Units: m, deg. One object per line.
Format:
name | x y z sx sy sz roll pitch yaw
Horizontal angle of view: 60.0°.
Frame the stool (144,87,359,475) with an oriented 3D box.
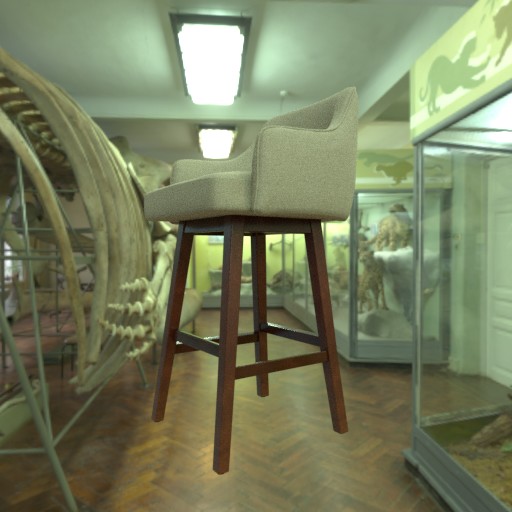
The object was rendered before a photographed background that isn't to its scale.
stool | 0.000 0.000 1.367 0.560 1.041 0.550 -1 1 -35
